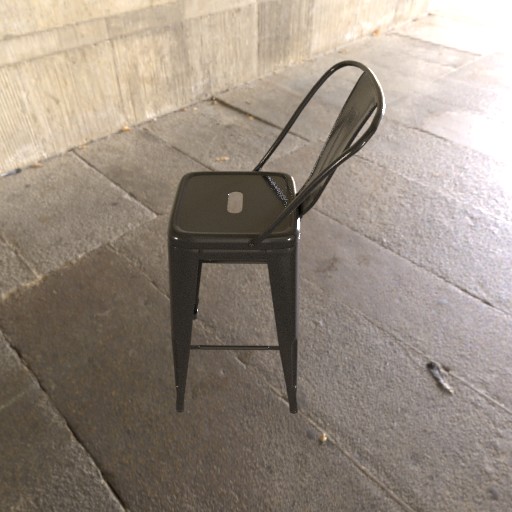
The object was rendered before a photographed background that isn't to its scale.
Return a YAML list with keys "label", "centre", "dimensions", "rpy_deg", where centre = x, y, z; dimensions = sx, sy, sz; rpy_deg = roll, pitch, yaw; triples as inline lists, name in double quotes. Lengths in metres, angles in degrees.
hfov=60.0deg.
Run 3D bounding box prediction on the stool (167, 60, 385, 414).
- label: "stool"
  centre: [0.000, 0.000, 1.291]
  dimensions: [0.528, 1.022, 0.432]
  rpy_deg: [0, 42, 0]
